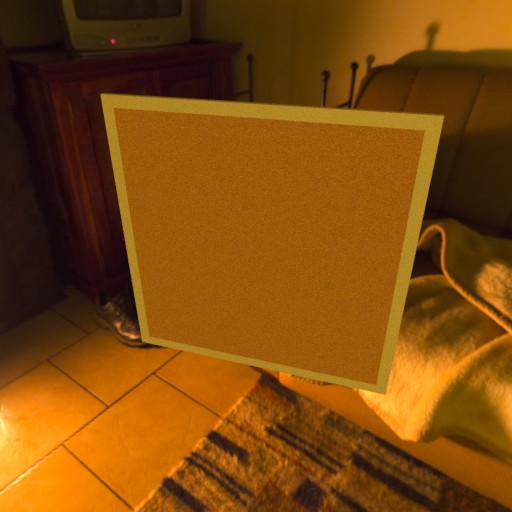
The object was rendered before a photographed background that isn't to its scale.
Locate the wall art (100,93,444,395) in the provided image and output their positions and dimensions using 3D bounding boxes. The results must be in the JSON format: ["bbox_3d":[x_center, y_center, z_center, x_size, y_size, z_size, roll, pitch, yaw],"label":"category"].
[{"bbox_3d":[0.000,0.000,0.687,0.456,0.457,0.009,9,31,14],"label":"wall art"}]
